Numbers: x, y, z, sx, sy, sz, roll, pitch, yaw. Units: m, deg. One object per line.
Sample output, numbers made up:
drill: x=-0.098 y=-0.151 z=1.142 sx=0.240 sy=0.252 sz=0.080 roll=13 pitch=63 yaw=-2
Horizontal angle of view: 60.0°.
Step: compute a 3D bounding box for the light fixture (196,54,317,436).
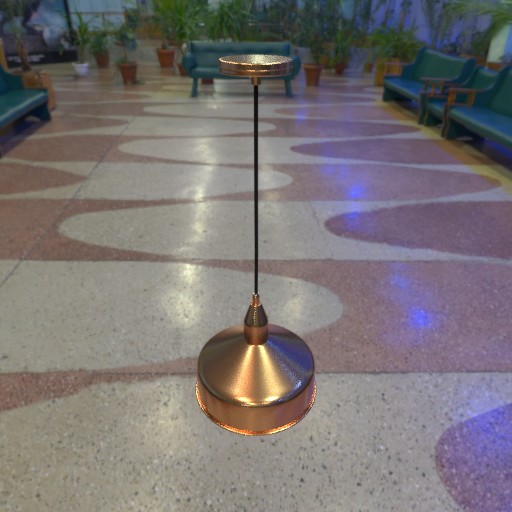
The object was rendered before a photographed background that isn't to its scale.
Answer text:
light fixture: x=0.000 y=0.000 z=0.922 sx=0.301 sy=0.754 sz=0.301 roll=0 pitch=30 yaw=0
